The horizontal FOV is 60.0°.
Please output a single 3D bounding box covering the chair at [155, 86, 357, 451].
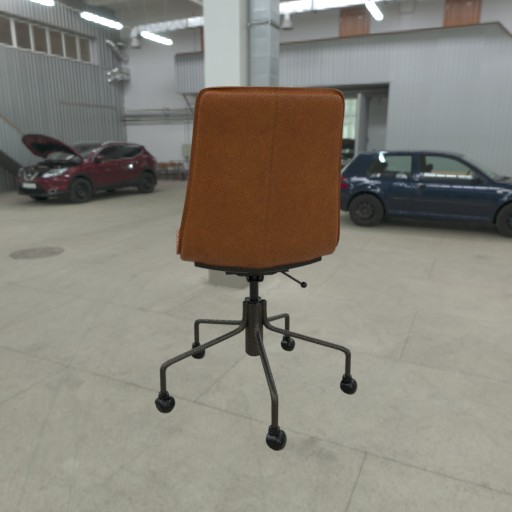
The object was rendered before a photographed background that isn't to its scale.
[{"bbox_3d":[0.000,0.000,1.370,0.651,0.920,0.660,-2,15,-9],"label":"chair"}]
